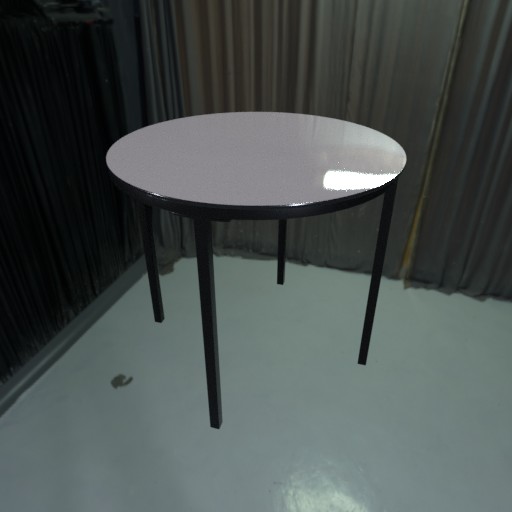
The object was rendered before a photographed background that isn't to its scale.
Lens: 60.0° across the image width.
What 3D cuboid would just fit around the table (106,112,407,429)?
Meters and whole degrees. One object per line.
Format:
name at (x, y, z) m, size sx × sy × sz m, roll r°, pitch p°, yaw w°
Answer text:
table at (0.000, 0.000, 0.878) m, size 0.499 × 0.443 × 0.499 m, roll 0°, pitch 31°, yaw 0°
